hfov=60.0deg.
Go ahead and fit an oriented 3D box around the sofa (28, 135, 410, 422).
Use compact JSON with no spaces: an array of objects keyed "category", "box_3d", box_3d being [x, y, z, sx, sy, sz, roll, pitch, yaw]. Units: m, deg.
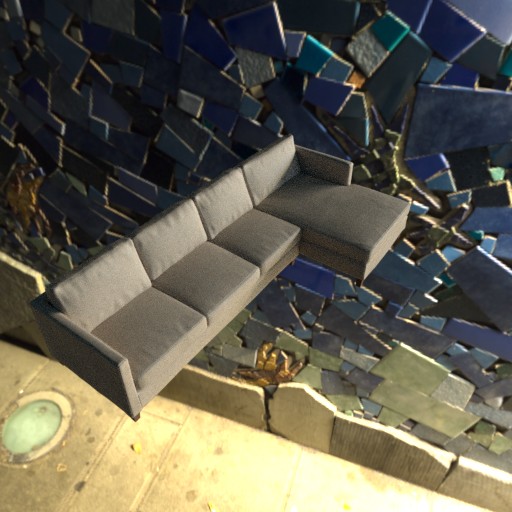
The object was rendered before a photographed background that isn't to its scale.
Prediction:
[{"category":"sofa","box_3d":[0.000,0.000,3.845,1.625,0.846,3.186,25,46,27]}]
